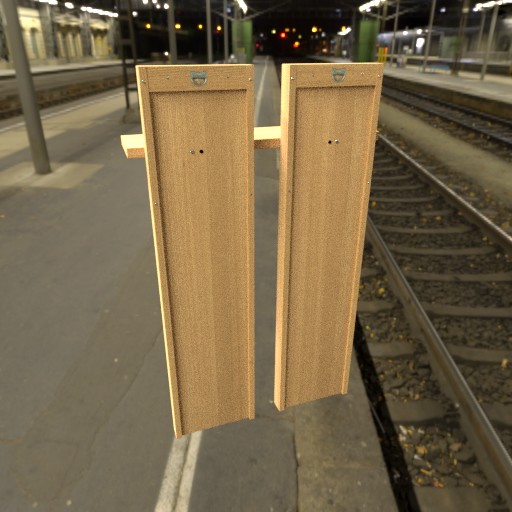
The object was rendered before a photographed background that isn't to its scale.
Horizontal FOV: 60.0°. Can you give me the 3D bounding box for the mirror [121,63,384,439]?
[{"bbox_3d":[0.000,0.000,1.567,0.800,1.250,0.260,-9,26,-18],"label":"mirror"}]
